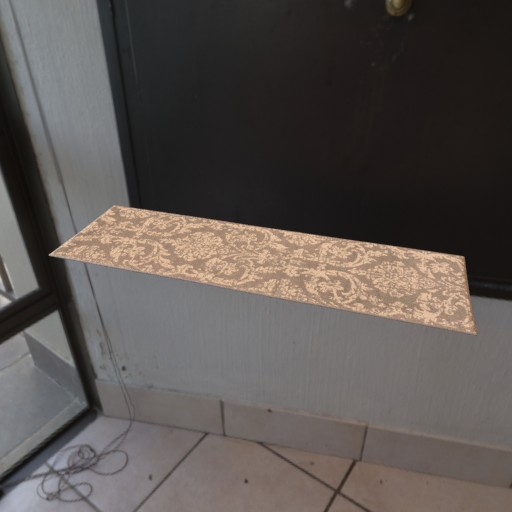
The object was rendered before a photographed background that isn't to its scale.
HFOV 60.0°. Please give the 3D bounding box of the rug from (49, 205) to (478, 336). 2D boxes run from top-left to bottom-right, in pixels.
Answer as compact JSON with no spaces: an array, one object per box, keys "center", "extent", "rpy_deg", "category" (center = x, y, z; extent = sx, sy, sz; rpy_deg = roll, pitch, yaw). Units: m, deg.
[{"center":[0.000,0.000,2.443],"extent":[2.196,0.011,0.662],"rpy_deg":[9,33,14],"category":"rug"}]
